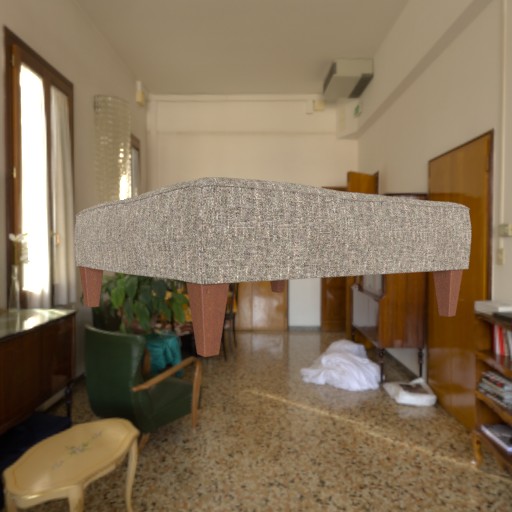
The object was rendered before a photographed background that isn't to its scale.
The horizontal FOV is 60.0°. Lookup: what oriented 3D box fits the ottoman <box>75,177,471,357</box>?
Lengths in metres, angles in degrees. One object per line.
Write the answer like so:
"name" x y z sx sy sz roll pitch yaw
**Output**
"ottoman" 0.000 0.000 1.530 0.981 0.379 1.016 -1 2 -35
